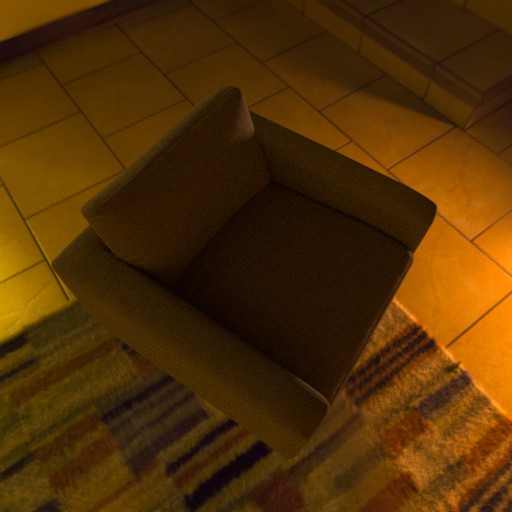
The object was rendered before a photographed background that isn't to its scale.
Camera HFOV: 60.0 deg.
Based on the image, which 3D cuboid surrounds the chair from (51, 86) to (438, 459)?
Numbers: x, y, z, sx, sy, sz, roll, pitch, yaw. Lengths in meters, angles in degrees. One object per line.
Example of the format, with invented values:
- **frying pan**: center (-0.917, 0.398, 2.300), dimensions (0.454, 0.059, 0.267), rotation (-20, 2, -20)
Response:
- **chair**: center (0.000, 0.000, 1.817), dimensions (1.100, 0.847, 1.070), rotation (30, 63, 17)
